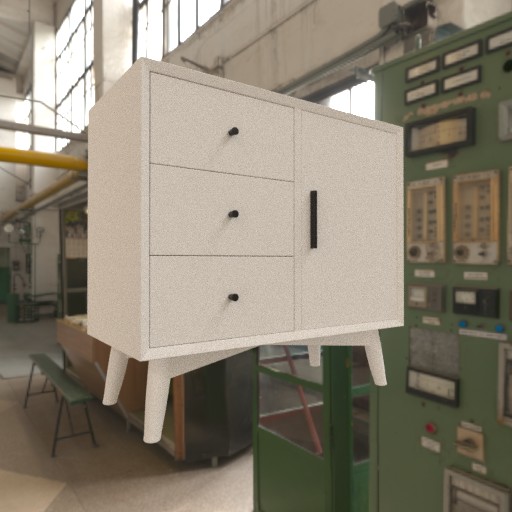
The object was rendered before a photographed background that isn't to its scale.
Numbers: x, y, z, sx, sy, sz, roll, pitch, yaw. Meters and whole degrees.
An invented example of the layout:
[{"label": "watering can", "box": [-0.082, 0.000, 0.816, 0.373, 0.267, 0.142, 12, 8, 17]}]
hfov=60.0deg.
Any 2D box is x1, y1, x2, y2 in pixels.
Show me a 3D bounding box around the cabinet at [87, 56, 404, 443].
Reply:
[{"label": "cabinet", "box": [0.000, 0.000, 1.228, 0.800, 0.761, 0.398, 0, -1, -35]}]
